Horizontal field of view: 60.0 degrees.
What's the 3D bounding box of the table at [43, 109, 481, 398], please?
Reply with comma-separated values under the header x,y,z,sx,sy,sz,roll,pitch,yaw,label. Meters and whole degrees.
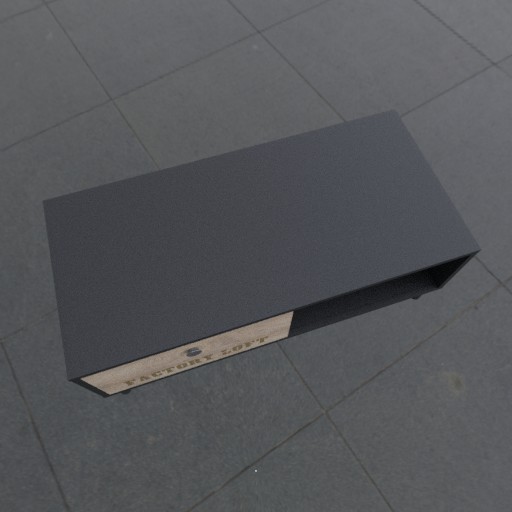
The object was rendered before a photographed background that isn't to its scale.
x,y,z,sx,sy,sz,roll,pitch,yaw,label
0.000,0.000,1.401,1.100,0.400,0.550,-16,65,-8,table
